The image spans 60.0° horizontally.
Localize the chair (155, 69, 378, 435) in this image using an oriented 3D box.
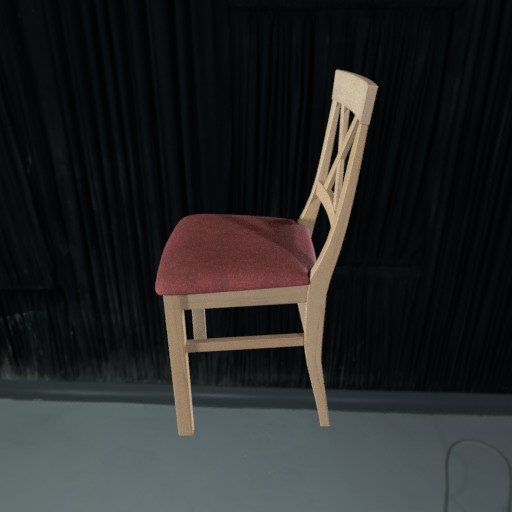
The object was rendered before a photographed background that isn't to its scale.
[{"bbox_3d":[0.000,0.000,1.208,0.492,0.912,0.439,0,27,0],"label":"chair"}]
